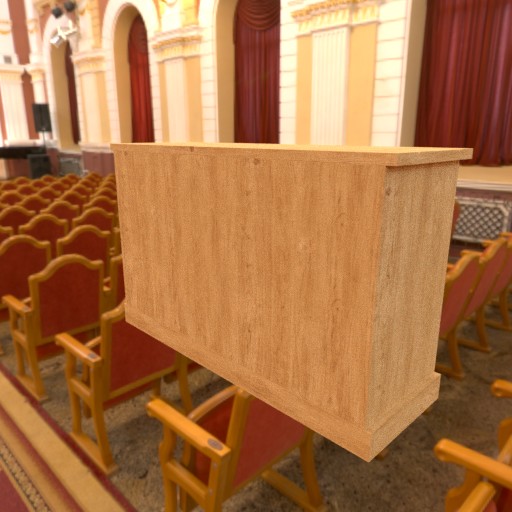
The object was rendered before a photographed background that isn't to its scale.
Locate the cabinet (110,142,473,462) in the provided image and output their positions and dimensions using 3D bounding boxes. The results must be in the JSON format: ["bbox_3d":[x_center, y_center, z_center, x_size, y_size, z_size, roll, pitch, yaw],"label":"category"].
[{"bbox_3d":[0.000,0.000,1.675,0.432,0.810,1.321,-15,21,-43],"label":"cabinet"}]
